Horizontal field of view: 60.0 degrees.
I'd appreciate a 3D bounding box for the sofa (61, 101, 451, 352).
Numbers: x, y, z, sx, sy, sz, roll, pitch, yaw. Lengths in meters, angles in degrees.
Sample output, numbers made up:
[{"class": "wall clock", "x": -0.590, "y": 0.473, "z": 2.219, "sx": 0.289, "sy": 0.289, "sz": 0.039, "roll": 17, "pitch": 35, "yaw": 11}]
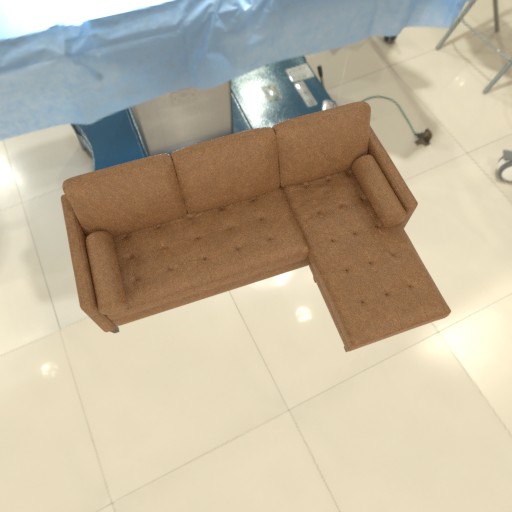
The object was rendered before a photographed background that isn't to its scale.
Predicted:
[{"class": "sofa", "x": 0.000, "y": 0.000, "z": 2.857, "sx": 2.178, "sy": 0.876, "sz": 1.506, "roll": -17, "pitch": 64, "yaw": -9}]
